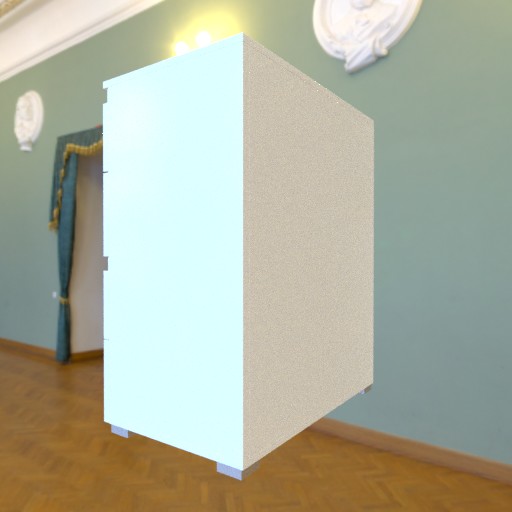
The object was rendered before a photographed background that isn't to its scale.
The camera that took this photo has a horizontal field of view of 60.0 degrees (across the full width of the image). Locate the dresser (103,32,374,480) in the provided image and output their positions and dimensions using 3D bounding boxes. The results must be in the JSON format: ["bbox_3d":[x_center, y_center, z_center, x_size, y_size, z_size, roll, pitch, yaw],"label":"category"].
[{"bbox_3d":[0.000,0.000,1.169,0.400,0.800,0.650,0,1,35],"label":"dresser"}]
